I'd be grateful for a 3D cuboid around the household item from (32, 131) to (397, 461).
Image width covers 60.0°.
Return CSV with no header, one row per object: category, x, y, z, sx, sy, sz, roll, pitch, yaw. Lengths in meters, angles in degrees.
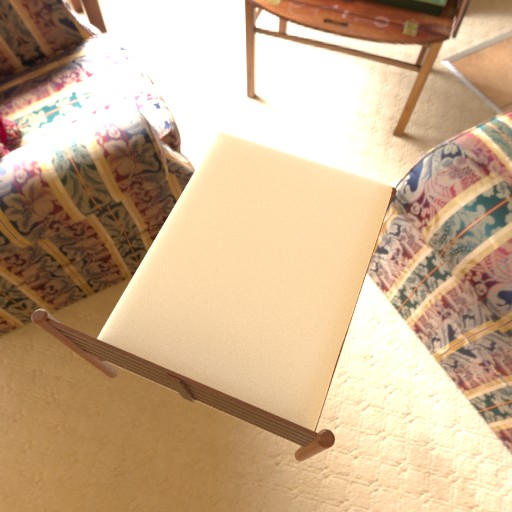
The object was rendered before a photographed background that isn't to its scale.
household item,0.000,0.000,3.236,1.663,1.356,2.232,20,65,10
